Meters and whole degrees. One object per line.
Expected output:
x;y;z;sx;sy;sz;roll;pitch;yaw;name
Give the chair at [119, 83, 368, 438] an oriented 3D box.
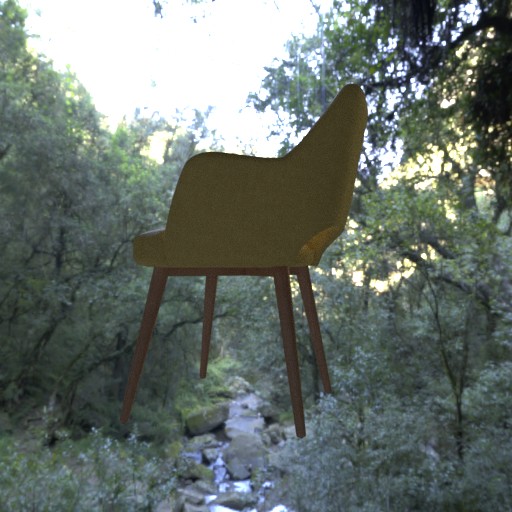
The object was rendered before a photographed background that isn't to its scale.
0.000;0.000;1.246;0.610;0.840;0.590;0;-1;18;chair
